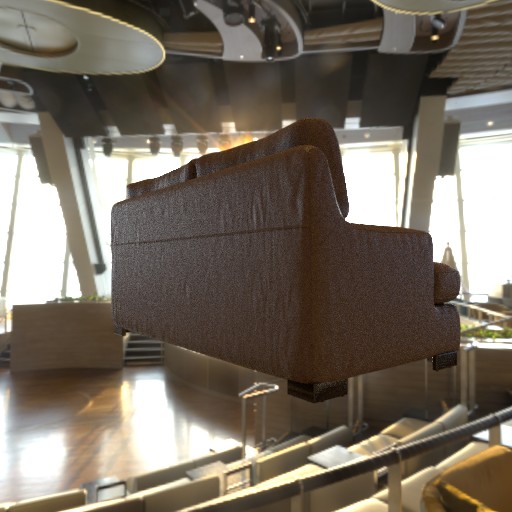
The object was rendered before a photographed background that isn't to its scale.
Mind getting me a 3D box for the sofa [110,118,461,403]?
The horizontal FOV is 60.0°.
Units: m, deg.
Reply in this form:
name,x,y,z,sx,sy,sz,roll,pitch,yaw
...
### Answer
name,x,y,z,sx,sy,sz,roll,pitch,yaw
sofa,0.000,0.000,2.397,0.962,0.980,1.855,1,-1,-37
